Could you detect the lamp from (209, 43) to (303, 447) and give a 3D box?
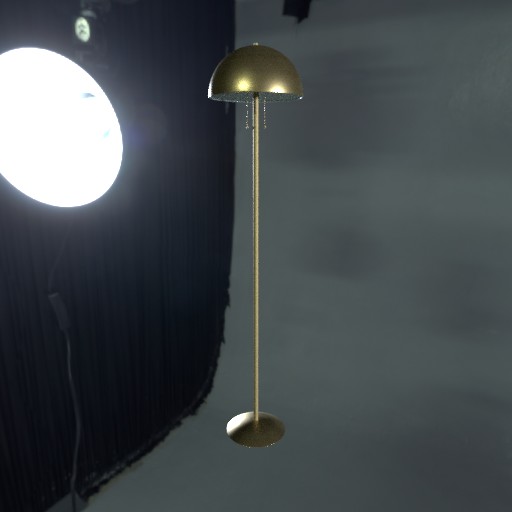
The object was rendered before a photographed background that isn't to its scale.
[{"bbox_3d":[0.000,0.000,1.673,0.328,1.480,0.328,7,15,26],"label":"lamp"}]
